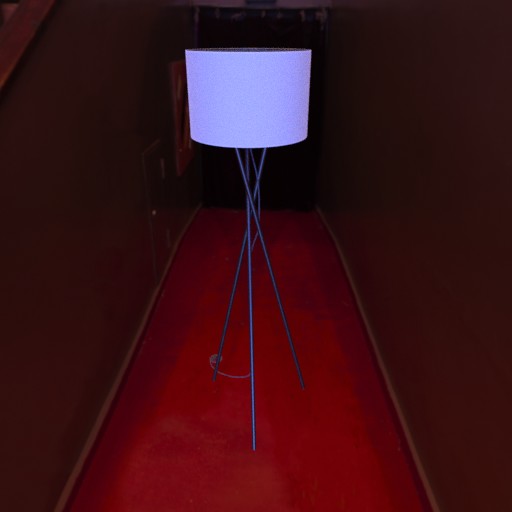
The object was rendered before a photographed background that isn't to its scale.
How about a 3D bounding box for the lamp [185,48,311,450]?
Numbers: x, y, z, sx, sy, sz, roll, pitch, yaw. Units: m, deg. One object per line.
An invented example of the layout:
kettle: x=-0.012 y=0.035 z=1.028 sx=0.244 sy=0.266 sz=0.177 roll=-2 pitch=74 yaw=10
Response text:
lamp: x=0.000 y=0.000 z=1.922 sx=0.522 sy=1.624 sz=0.667 roll=0 pitch=27 yaw=-1
